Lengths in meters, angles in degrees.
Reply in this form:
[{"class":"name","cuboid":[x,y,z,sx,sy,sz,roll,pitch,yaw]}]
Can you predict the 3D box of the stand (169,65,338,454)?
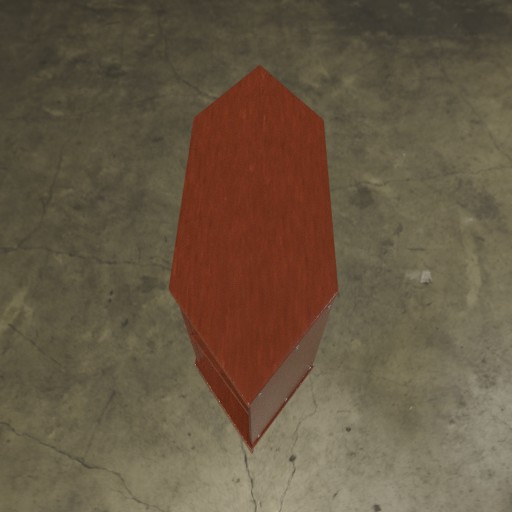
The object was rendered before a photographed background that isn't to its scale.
[{"class":"stand","cuboid":[0.000,0.000,1.398,0.381,0.614,1.072,1,58,1]}]
